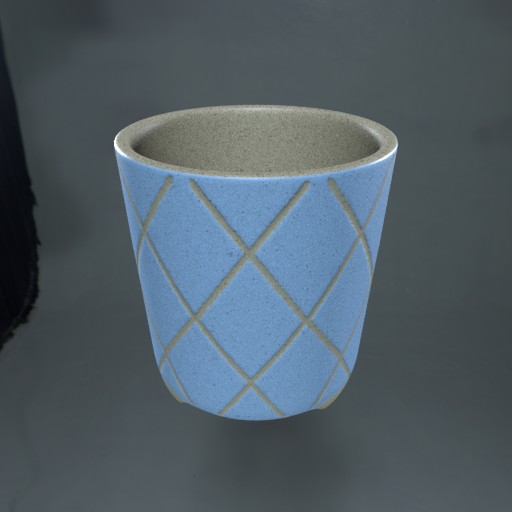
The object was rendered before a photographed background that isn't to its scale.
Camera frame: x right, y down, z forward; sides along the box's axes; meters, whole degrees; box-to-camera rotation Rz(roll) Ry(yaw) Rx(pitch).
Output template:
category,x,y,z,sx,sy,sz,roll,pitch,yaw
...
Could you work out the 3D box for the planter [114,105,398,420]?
category,x,y,z,sx,sy,sz,roll,pitch,yaw
planter,0.000,0.000,0.357,0.191,0.200,0.191,0,29,0
